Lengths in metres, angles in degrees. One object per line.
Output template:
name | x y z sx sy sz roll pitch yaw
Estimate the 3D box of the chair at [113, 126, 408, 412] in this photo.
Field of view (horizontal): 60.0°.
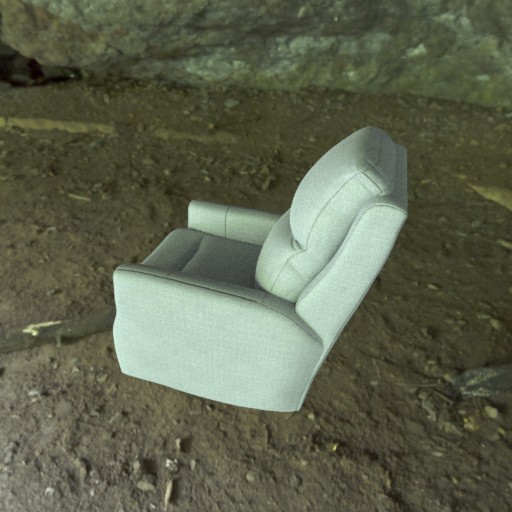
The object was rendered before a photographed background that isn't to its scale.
chair | 0.000 0.000 1.841 1.080 1.030 0.829 8 30 14
